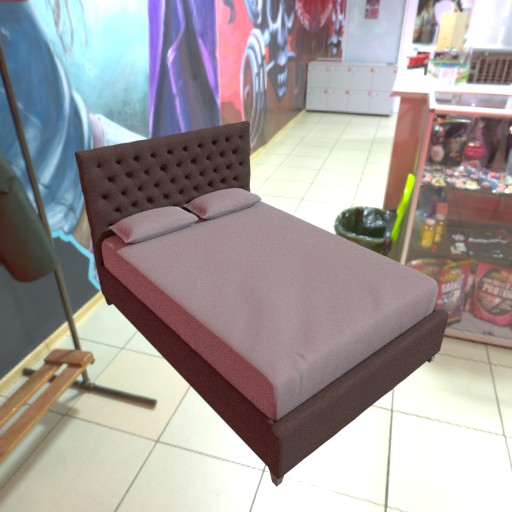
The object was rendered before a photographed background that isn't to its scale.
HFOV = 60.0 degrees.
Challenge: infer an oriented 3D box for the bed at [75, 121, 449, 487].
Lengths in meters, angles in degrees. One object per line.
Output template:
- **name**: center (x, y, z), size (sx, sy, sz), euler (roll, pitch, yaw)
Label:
- **bed**: center (0.000, 0.000, 3.397), size (1.698, 1.427, 2.387), euler (-22, 36, -34)
